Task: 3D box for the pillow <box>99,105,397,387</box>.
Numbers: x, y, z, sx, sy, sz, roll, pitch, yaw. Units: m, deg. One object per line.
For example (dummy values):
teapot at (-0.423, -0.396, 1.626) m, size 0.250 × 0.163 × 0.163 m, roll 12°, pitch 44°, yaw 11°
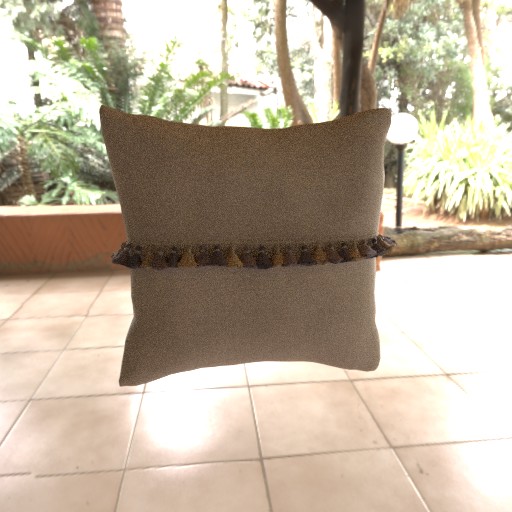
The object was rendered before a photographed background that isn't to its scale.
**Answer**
pillow at (0.000, 0.000, 0.747) m, size 0.489 × 0.481 × 0.165 m, roll -2°, pitch 15°, yaw -7°
